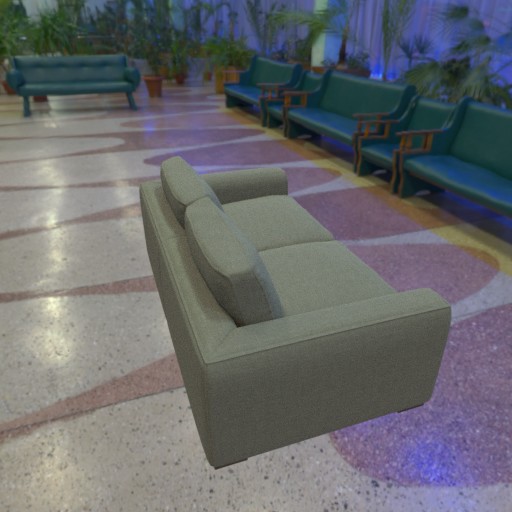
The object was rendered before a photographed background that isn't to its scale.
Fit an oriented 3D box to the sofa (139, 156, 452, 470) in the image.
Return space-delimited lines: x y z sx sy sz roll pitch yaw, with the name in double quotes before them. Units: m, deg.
"sofa" 0.000 0.000 2.472 1.069 0.800 1.920 -10 31 -17
